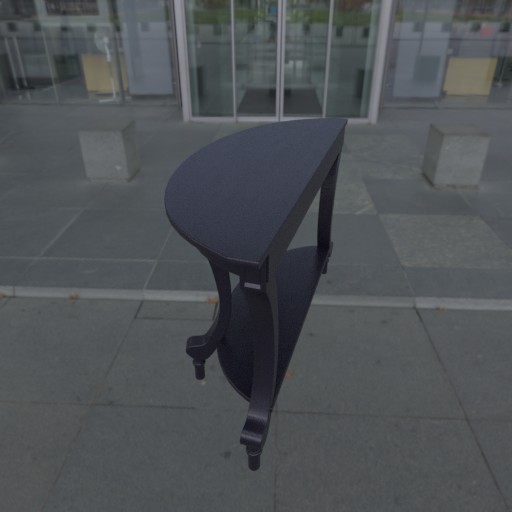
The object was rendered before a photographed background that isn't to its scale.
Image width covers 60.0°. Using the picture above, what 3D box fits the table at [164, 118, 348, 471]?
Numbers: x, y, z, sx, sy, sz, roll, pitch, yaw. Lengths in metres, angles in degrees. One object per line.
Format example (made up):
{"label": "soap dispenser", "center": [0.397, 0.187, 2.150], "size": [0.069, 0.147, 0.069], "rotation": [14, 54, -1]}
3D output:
{"label": "table", "center": [0.000, 0.000, 1.517], "size": [0.394, 0.692, 1.198], "rotation": [9, 31, 15]}
